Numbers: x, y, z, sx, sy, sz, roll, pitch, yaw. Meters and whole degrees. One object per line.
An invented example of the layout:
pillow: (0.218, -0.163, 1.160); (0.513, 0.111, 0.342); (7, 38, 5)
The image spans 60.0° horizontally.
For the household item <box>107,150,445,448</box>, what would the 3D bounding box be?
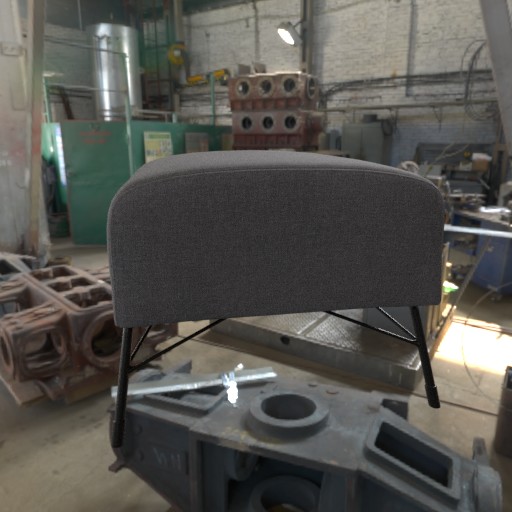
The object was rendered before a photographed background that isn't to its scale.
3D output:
household item: (0.000, 0.000, 0.886); (0.530, 0.410, 0.530); (-3, 15, -10)
